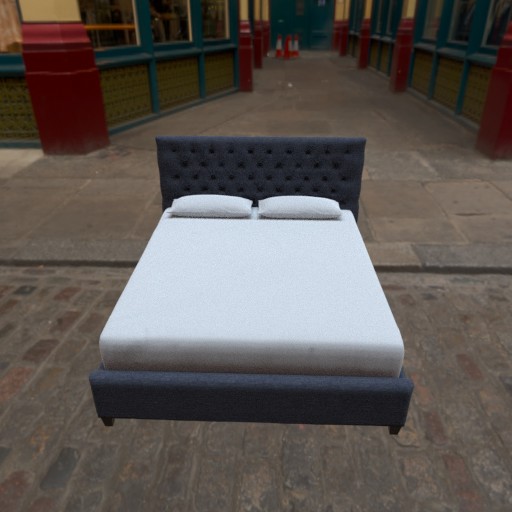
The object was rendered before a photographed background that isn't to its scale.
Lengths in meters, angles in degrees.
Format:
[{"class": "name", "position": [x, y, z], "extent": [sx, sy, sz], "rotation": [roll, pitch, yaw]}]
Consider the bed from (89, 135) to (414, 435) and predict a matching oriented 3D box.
[{"class": "bed", "position": [0.000, 0.000, 3.679], "extent": [2.078, 1.427, 2.387], "rotation": [1, 29, 2]}]
